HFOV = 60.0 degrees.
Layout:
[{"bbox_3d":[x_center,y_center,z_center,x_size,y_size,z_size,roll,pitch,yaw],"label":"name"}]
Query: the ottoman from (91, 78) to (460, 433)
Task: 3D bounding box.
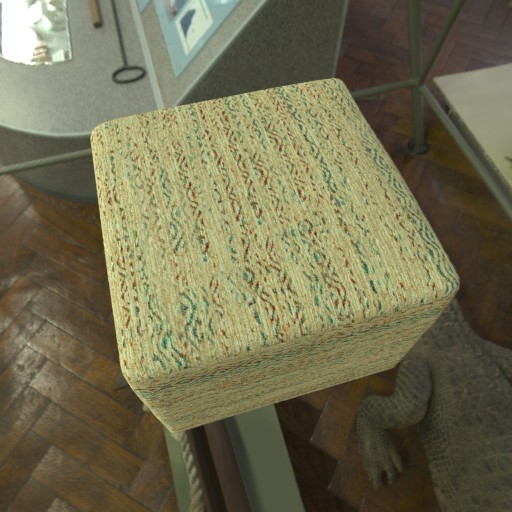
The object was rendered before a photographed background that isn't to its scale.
[{"bbox_3d":[0.000,0.000,0.906,0.521,0.453,0.512,-14,60,-8],"label":"ottoman"}]
